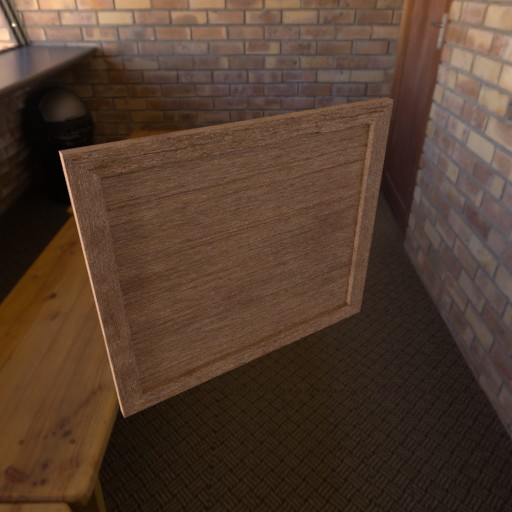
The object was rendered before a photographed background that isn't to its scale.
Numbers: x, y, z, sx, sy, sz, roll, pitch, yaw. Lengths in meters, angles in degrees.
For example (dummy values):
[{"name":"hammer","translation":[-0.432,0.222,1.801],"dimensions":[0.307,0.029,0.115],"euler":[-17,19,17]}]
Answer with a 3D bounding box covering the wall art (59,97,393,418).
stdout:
[{"name":"wall art","translation":[0.000,0.000,0.973],"dimensions":[0.690,0.588,0.026],"euler":[-18,36,-27]}]
